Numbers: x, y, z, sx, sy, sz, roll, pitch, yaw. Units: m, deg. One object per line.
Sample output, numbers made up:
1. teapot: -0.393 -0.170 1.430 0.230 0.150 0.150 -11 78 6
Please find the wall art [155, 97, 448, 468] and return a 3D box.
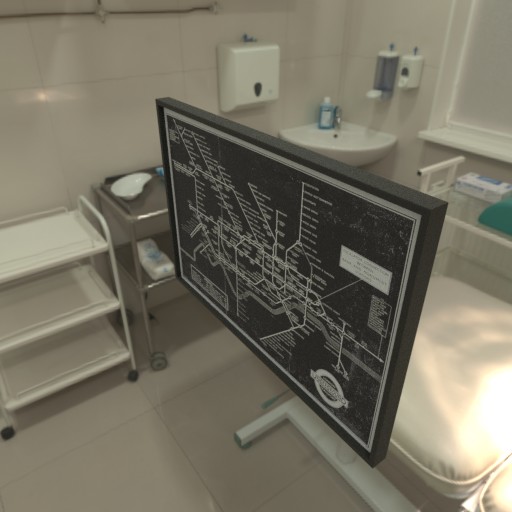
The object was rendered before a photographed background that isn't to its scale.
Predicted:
1. wall art: 0.000 0.000 0.547 0.021 0.301 0.443 -21 37 -30
